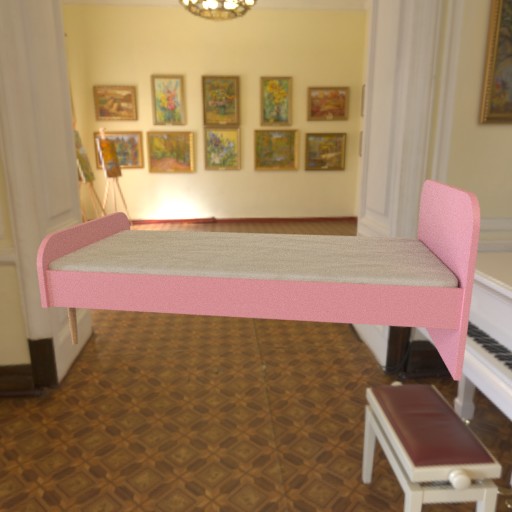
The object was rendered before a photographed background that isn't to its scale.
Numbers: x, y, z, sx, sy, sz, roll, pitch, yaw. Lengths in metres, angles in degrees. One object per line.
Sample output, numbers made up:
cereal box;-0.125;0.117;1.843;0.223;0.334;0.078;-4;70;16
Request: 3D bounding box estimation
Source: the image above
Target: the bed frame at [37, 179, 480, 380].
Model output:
bed frame;0.000;0.000;2.459;1.963;0.805;0.998;2;14;8
